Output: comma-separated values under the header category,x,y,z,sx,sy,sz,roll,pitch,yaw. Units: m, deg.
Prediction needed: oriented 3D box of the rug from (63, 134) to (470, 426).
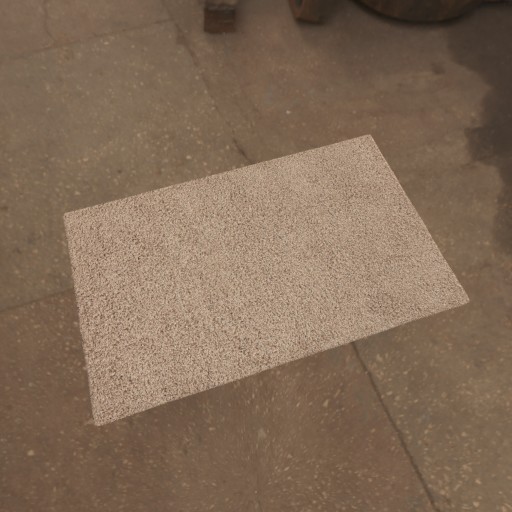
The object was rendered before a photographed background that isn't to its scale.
category,x,y,z,sx,sy,sz,roll,pitch,yaw
rug,0.000,0.000,3.046,2.438,0.030,1.524,-16,63,-8
